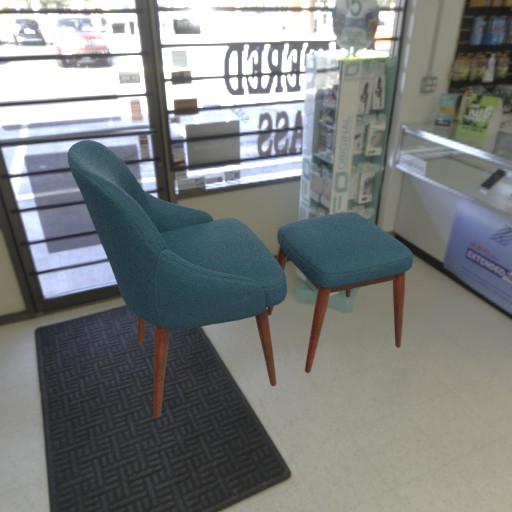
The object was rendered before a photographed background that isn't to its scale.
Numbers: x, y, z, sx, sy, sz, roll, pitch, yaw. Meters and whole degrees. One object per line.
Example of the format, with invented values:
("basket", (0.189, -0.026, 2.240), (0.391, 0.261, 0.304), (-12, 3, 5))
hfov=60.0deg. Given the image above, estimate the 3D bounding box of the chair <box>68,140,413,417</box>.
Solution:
("chair", (0.000, 0.000, 1.600), (1.114, 0.866, 0.584), (-10, 30, -18))
